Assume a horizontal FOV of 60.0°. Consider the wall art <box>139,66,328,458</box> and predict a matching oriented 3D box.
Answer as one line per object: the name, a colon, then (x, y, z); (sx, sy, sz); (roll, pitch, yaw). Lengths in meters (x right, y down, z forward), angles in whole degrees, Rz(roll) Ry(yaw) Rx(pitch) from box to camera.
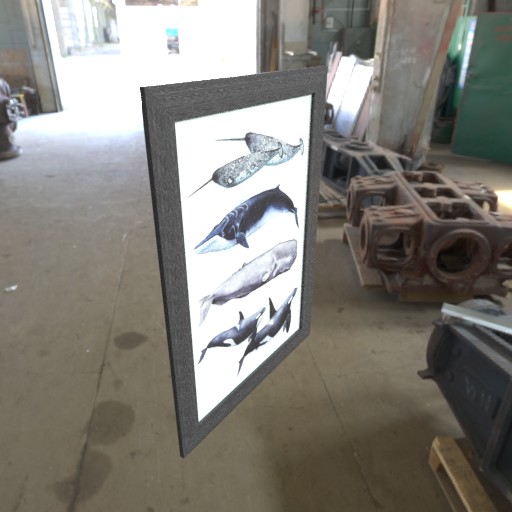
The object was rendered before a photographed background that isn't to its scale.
wall art: (0.000, 0.000, 1.464); (0.016, 1.116, 0.810); (18, 32, 32)
